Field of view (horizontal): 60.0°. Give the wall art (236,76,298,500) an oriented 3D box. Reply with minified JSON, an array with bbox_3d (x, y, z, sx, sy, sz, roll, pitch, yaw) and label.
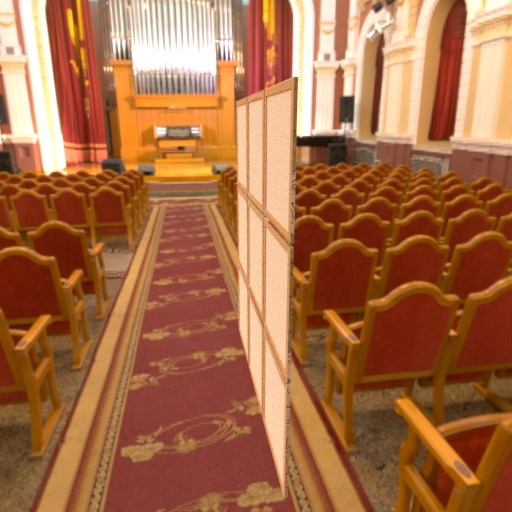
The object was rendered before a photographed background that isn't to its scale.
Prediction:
[{"bbox_3d":[0.000,0.000,2.225,0.013,1.534,1.519,-3,17,-8],"label":"wall art"}]
